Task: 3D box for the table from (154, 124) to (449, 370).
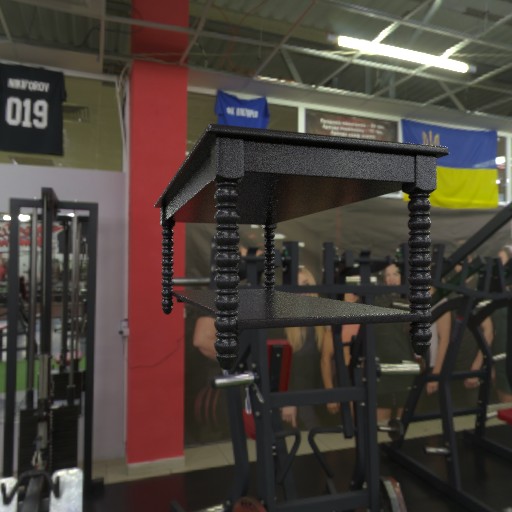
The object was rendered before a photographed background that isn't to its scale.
[{"bbox_3d":[0.000,0.000,1.492,0.580,0.487,1.171,0,-1,-18],"label":"table"}]
